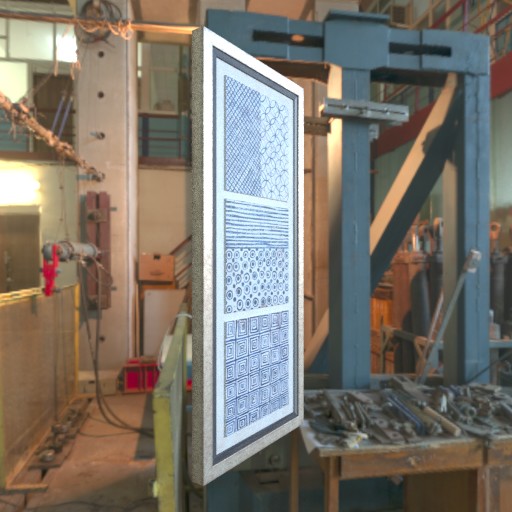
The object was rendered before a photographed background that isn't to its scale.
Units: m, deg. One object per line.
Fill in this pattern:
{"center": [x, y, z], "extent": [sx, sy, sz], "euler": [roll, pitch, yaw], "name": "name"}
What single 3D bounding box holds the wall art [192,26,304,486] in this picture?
{"center": [0.000, 0.000, 1.684], "extent": [0.051, 1.461, 0.648], "euler": [0, 0, 35], "name": "wall art"}
